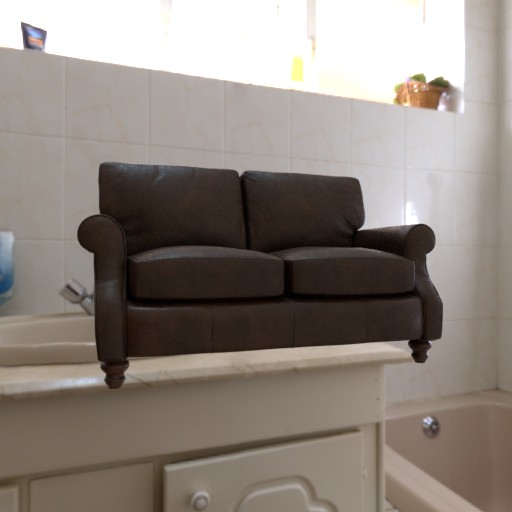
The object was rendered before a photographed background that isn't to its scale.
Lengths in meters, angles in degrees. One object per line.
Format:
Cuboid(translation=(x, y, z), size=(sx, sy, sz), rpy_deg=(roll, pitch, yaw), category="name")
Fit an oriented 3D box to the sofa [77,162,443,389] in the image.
Cuboid(translation=(0.000, 0.000, 2.198), size=(1.616, 0.976, 0.990), rpy_deg=(0, -1, -18), category="sofa")
